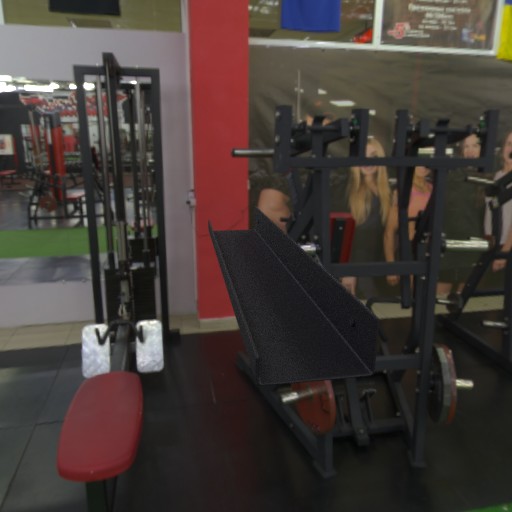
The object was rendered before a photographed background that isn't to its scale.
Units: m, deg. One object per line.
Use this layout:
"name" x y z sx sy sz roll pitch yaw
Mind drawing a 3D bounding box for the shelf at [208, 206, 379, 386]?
"shelf" 0.000 0.000 0.645 0.102 0.053 0.605 -3 15 -9
